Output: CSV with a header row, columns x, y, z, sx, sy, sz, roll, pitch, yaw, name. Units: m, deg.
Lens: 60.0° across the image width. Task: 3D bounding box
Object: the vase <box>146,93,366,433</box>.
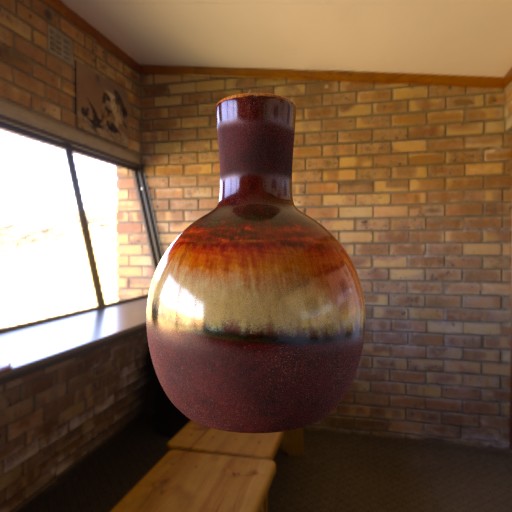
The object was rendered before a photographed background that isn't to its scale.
x,y,z,sx,sy,sz,roll,pitch,yaw,name
0.000,0.000,0.230,0.111,0.154,0.111,0,1,0,vase
